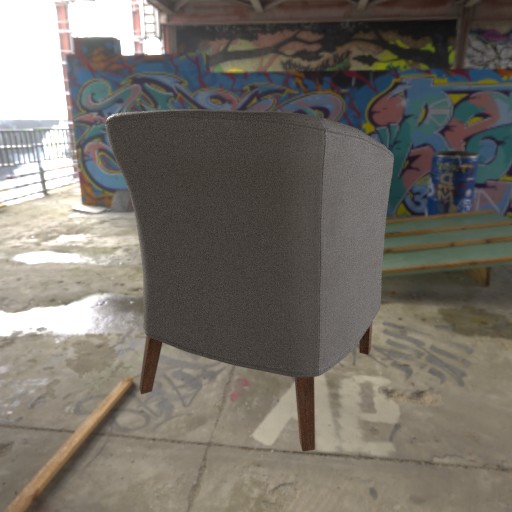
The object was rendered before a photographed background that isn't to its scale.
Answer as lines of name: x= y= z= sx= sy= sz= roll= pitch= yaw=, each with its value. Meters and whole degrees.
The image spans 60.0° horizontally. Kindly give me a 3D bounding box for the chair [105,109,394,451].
chair: x=0.000 y=0.000 z=1.245 sx=0.600 sy=0.771 sz=0.668 roll=9 pitch=19 yaw=26
